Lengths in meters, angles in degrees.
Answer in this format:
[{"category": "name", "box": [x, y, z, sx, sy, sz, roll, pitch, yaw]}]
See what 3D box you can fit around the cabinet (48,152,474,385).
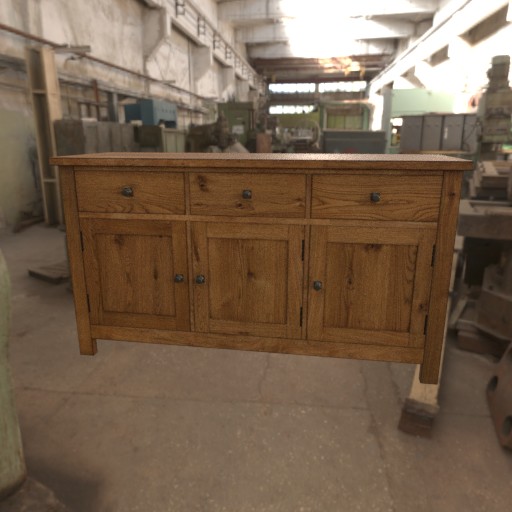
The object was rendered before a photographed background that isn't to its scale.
[{"category": "cabinet", "box": [0.000, 0.000, 1.843, 1.474, 0.813, 0.480, 3, 16, 9]}]
